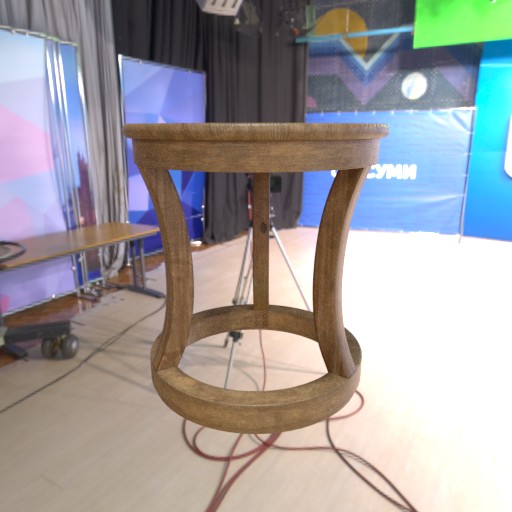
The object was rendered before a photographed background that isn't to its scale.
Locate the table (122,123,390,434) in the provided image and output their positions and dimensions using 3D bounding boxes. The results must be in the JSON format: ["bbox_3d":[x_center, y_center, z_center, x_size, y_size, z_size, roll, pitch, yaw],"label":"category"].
[{"bbox_3d":[0.000,0.000,0.806,0.432,0.460,0.432,0,16,0],"label":"table"}]
